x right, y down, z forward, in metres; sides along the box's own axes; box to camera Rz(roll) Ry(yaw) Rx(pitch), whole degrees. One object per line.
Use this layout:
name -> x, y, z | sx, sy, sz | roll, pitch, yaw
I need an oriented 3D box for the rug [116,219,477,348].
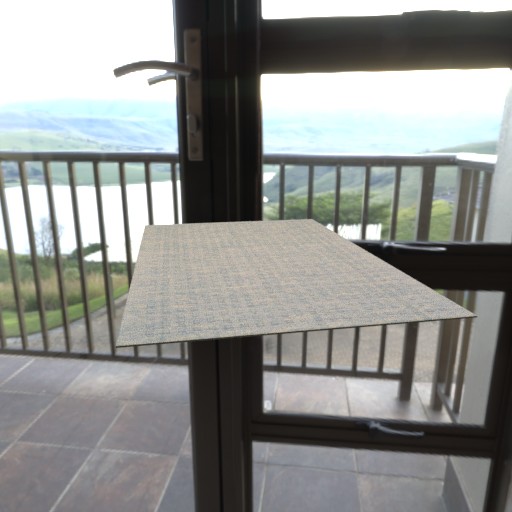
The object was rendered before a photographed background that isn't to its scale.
rug -> 0.000, 0.000, 2.180 | 1.142, 0.006, 1.752 | -3, 16, -11
